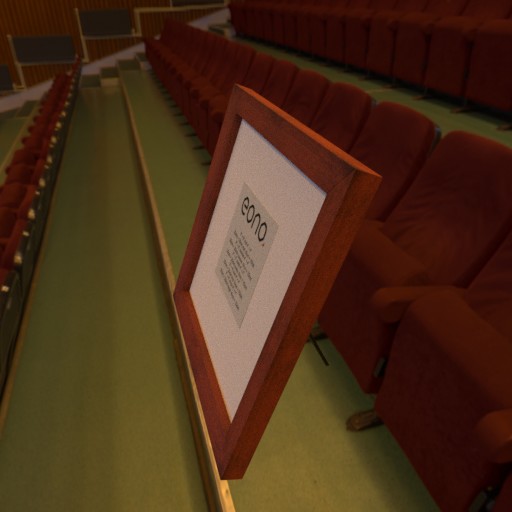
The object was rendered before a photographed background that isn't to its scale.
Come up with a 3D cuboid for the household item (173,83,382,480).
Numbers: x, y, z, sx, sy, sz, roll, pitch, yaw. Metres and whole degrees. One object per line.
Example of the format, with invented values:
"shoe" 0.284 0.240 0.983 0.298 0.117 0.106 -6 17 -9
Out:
"household item" 0.000 0.000 0.384 0.131 0.240 0.240 -9 33 -15
